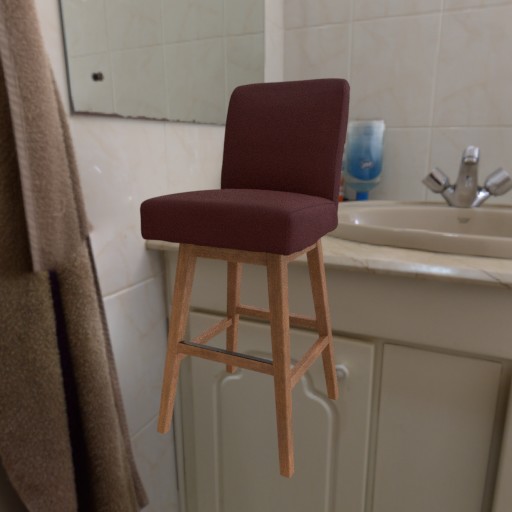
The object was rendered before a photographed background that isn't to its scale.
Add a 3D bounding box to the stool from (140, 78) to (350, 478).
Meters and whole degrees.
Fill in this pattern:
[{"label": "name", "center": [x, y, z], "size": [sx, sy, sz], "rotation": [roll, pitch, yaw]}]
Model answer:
[{"label": "stool", "center": [0.000, 0.000, 1.392], "size": [0.468, 1.093, 0.562], "rotation": [7, 15, 26]}]
